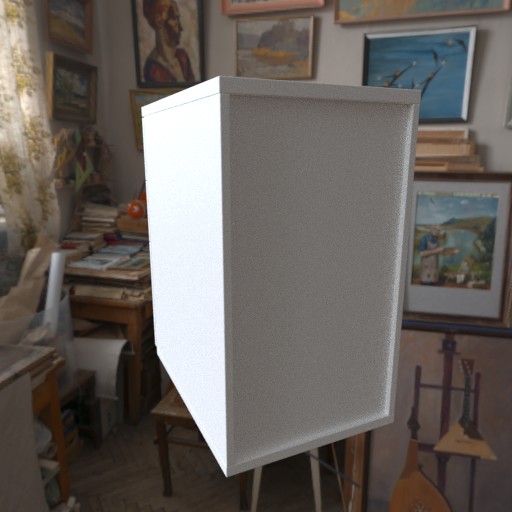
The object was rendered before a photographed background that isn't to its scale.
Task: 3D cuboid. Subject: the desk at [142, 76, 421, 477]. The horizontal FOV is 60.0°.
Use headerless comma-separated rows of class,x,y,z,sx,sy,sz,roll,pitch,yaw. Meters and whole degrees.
desk,0.000,0.000,1.097,0.404,0.730,0.600,-6,15,-24
